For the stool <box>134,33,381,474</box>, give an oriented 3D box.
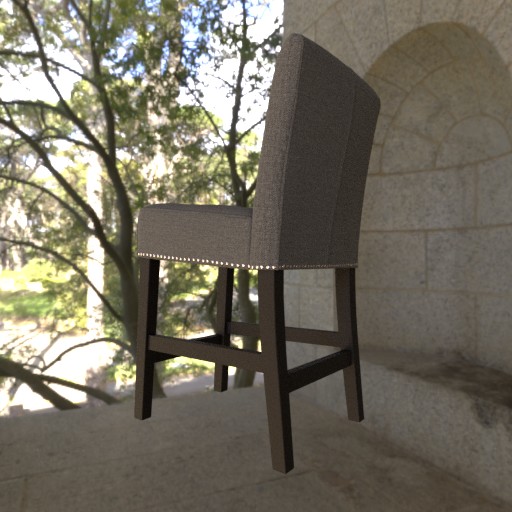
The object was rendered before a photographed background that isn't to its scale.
[{"bbox_3d":[0.000,0.000,1.181,0.571,0.885,0.427,-1,-1,36],"label":"stool"}]
